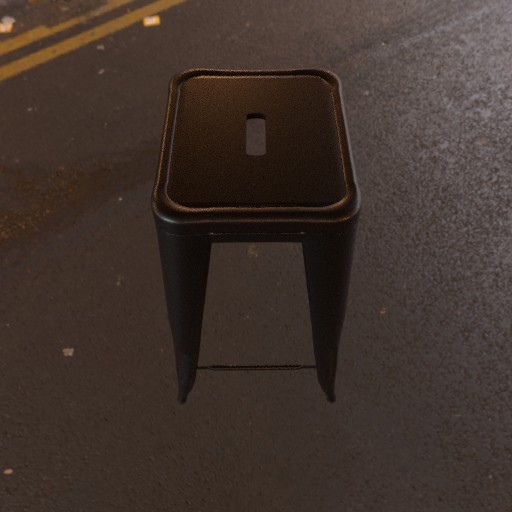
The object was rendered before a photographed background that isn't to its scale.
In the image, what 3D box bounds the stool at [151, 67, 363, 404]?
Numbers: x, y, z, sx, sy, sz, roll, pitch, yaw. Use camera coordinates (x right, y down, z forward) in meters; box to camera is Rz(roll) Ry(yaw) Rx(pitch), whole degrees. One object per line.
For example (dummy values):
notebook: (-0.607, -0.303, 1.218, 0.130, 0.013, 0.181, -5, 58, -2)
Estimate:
stool: (0.000, 0.000, 0.843, 0.359, 0.609, 0.399, -1, 57, 0)
